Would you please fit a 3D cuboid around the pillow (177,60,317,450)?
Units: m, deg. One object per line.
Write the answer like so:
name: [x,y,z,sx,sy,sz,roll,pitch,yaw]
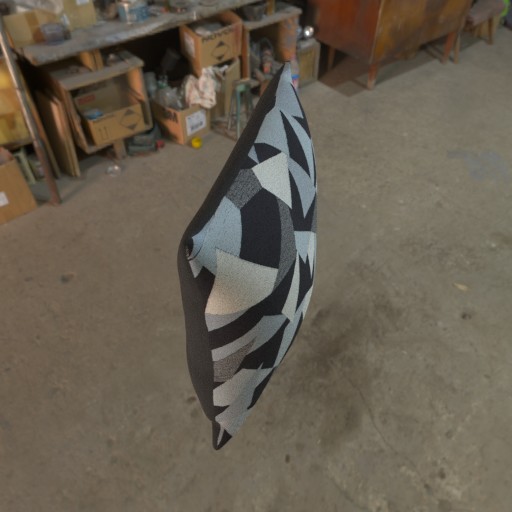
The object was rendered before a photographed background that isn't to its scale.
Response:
pillow: [0.000,0.000,0.774,0.208,0.496,0.503,11,47,11]
